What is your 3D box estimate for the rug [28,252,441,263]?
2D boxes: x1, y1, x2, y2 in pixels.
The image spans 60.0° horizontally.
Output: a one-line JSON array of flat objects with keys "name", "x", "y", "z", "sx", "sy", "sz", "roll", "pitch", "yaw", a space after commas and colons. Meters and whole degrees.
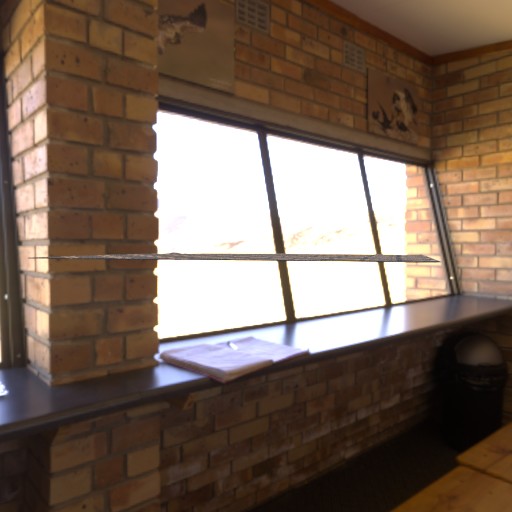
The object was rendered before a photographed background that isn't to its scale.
[{"name": "rug", "x": 0.000, "y": 0.000, "z": 3.938, "sx": 2.867, "sy": 0.020, "sz": 2.277, "roll": 0, "pitch": 1, "yaw": 18}]
